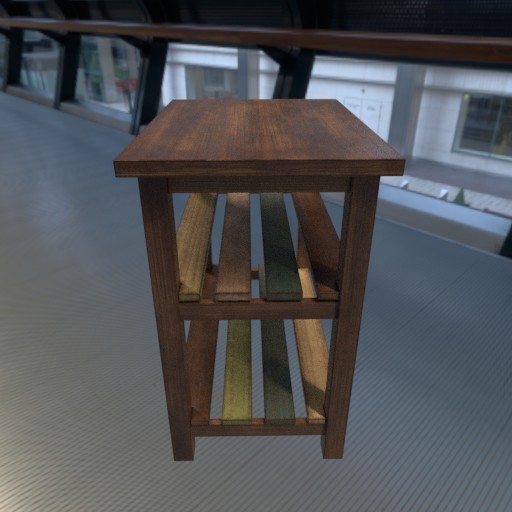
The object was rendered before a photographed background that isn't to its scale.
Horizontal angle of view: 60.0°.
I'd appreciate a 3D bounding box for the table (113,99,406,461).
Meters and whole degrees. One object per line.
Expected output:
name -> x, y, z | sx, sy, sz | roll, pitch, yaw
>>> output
table -> 0.000, 0.000, 0.942 | 0.356, 0.584, 0.609 | 0, 28, -1
